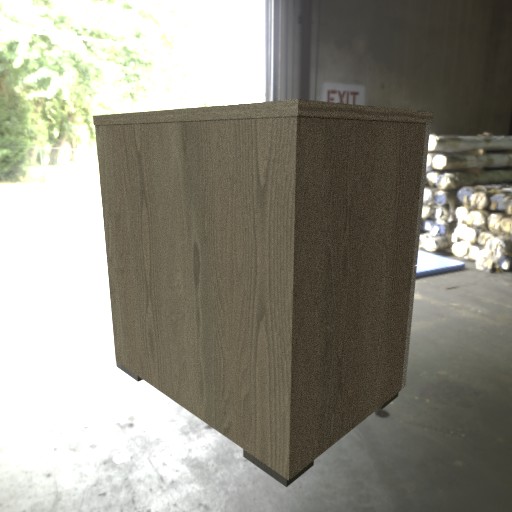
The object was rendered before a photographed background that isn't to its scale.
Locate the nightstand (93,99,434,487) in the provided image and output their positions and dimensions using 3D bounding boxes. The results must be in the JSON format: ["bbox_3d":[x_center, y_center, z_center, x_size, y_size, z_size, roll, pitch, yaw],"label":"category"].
[{"bbox_3d":[0.000,0.000,0.756,0.442,0.461,0.325,14,20,43],"label":"nightstand"}]
